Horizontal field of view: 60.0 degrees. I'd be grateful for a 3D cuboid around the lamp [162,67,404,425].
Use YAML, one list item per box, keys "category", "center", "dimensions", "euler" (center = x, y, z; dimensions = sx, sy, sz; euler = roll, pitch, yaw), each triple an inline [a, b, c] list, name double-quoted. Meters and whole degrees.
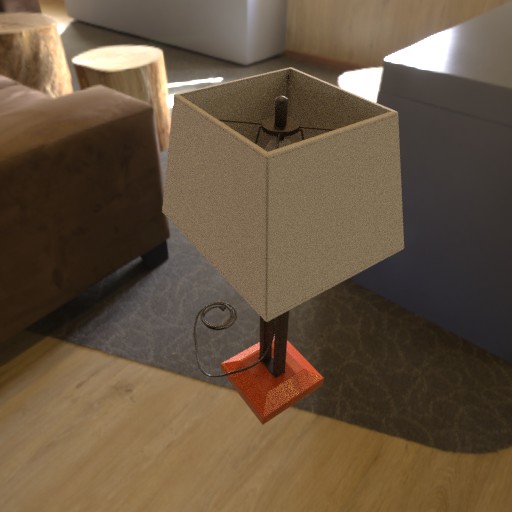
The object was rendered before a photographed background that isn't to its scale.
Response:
- category: "lamp"
  center: [0.000, 0.000, 0.964]
  dimensions: [0.310, 0.737, 0.498]
  euler: [-24, 46, -26]
